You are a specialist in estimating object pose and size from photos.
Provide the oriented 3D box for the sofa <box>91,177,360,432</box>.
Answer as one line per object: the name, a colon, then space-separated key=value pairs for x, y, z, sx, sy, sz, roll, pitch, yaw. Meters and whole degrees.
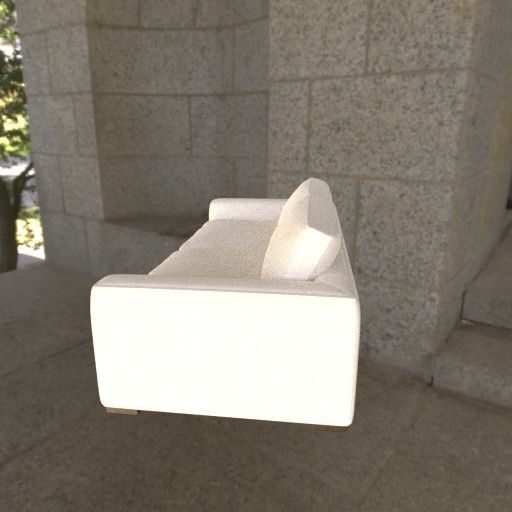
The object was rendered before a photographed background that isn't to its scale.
sofa: x=0.000 y=0.000 z=2.750 sx=1.070 sy=0.801 sz=2.262 roll=2 pitch=16 yaw=7
